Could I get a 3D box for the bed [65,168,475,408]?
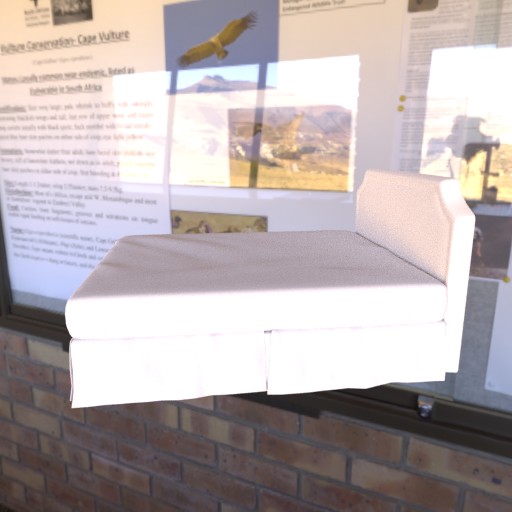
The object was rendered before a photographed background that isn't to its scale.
[{"bbox_3d":[0.000,0.000,3.511,2.498,1.293,1.977,-2,14,-7],"label":"bed"}]
